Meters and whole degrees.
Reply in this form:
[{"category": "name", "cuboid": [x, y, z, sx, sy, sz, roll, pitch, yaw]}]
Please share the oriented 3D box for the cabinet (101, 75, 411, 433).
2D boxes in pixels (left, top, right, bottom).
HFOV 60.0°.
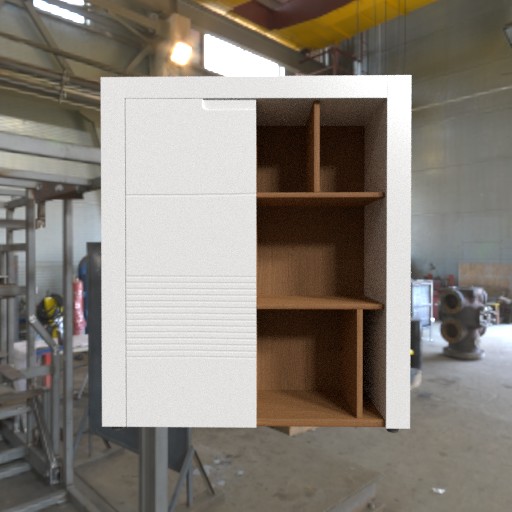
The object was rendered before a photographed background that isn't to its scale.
[{"category": "cabinet", "cuboid": [0.000, 0.000, 1.591, 0.990, 1.150, 0.348, 0, 1, 1]}]
